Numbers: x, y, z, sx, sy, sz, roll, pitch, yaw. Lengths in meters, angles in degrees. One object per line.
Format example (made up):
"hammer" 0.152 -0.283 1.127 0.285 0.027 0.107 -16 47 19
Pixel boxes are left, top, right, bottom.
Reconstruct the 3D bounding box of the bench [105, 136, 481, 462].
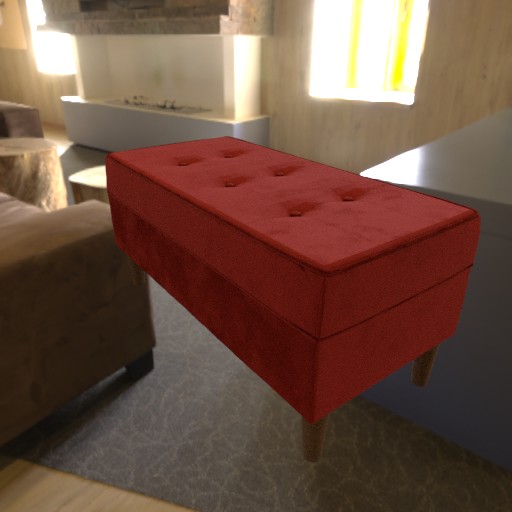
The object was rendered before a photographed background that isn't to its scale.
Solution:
"bench" 0.000 0.000 1.271 0.492 0.471 1.016 -18 32 -32
